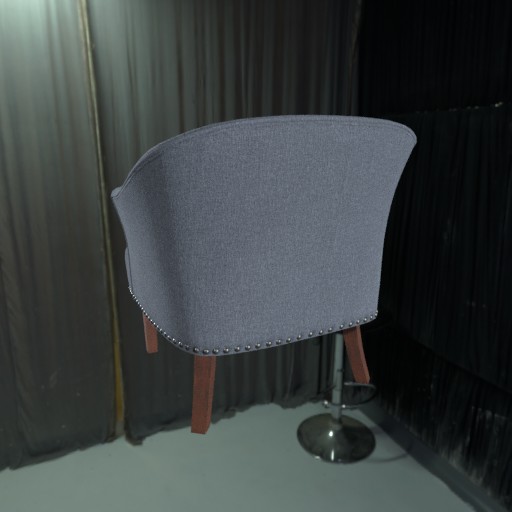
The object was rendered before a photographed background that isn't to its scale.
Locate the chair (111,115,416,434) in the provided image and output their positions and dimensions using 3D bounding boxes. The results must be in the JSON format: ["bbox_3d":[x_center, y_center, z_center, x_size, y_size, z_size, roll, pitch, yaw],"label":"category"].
[{"bbox_3d":[0.000,0.000,1.396,0.798,0.815,0.704,-7,16,-26],"label":"chair"}]
